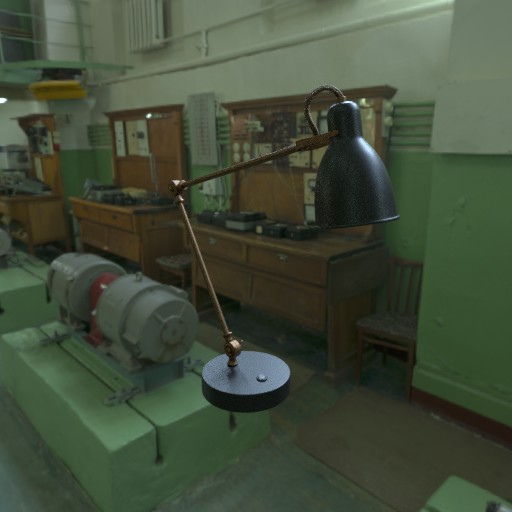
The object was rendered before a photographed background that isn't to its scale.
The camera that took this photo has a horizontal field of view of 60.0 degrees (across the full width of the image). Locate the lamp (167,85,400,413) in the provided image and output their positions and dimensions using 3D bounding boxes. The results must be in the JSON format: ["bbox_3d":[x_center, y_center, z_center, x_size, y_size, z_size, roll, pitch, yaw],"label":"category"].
[{"bbox_3d":[0.000,0.000,0.851,0.561,0.587,0.187,13,19,43],"label":"lamp"}]
